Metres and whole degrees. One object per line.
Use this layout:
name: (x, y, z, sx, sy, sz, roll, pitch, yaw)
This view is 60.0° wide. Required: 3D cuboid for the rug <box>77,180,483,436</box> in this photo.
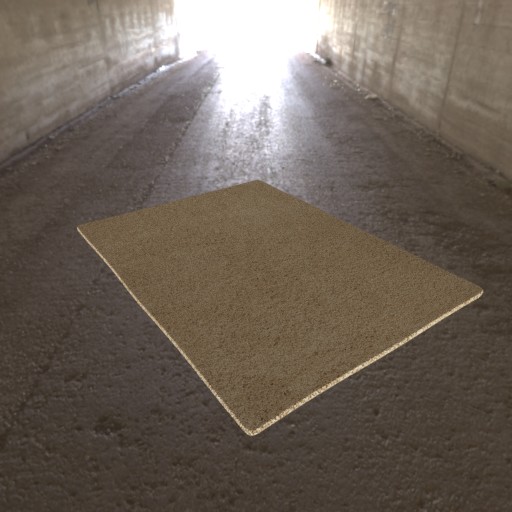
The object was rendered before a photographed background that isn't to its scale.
rug: (0.000, 0.000, 2.095, 1.199, 0.025, 1.600, -20, 36, -30)
